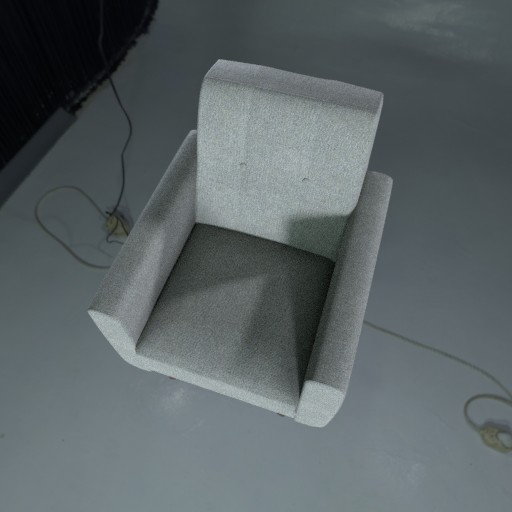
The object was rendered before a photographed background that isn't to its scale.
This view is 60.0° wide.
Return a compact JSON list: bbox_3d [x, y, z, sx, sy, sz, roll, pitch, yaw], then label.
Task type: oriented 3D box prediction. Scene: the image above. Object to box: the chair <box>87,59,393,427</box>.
[{"bbox_3d":[0.000,0.000,1.658,0.845,0.968,0.942,16,59,10],"label":"chair"}]
